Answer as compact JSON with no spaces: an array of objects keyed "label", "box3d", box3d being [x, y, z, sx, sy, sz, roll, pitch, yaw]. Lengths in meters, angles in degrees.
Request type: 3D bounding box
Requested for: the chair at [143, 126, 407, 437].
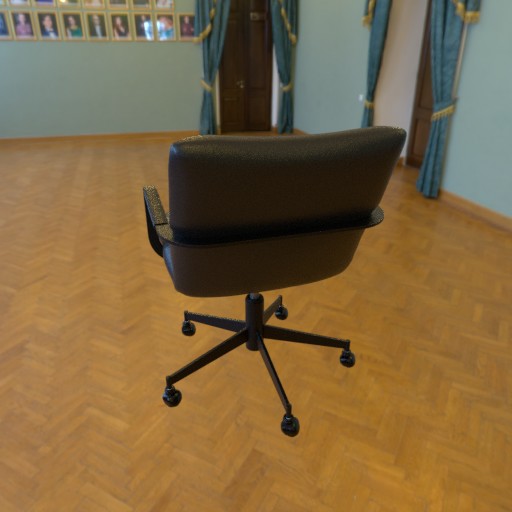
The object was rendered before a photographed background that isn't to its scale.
[{"label":"chair","box3d":[0.000,0.000,1.481,0.719,0.922,0.748,-8,26,-16]}]
